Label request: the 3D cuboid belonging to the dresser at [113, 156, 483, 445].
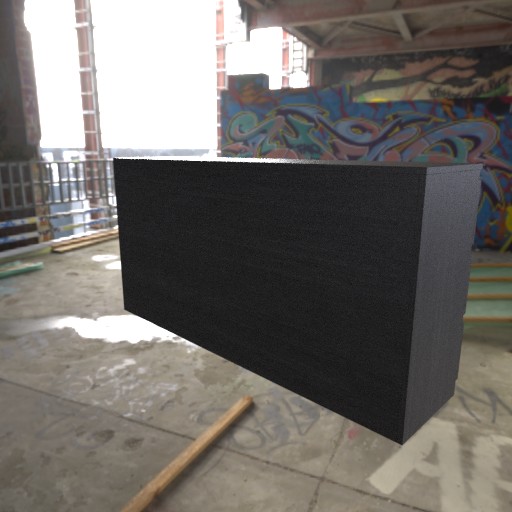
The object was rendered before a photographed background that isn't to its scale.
[{"bbox_3d":[0.000,0.000,1.876,1.590,0.795,0.400,13,19,43],"label":"dresser"}]
